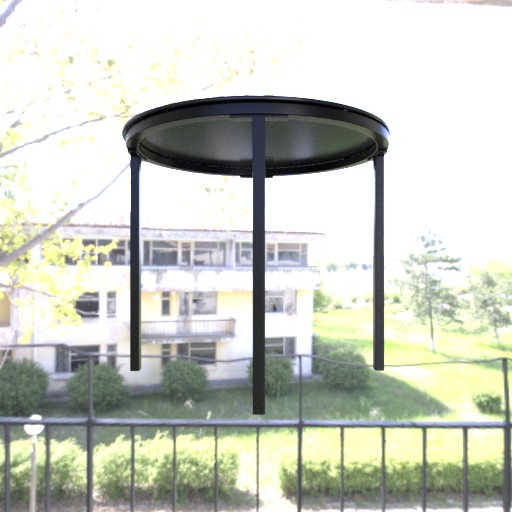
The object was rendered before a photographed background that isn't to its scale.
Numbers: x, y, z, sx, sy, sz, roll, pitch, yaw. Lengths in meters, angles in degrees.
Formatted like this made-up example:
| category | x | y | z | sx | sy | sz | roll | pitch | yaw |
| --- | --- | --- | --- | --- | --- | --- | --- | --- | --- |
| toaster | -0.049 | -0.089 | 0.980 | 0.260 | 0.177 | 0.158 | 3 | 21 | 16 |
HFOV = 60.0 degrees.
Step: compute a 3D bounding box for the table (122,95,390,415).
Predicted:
| category | x | y | z | sx | sy | sz | roll | pitch | yaw |
| --- | --- | --- | --- | --- | --- | --- | --- | --- | --- |
| table | 0.000 | 0.000 | 0.860 | 0.499 | 0.443 | 0.499 | 0 | 0 | 0 |
